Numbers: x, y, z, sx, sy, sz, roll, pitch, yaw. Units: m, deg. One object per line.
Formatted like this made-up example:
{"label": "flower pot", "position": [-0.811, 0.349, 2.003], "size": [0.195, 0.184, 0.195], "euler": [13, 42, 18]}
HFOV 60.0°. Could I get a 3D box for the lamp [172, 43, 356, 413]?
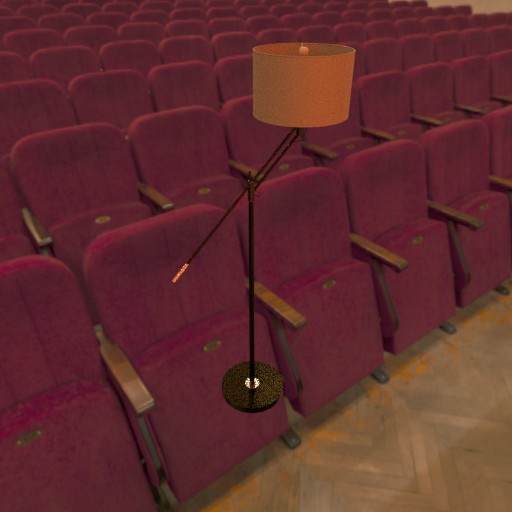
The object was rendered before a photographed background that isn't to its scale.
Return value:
{"label": "lamp", "position": [0.000, 0.000, 1.941], "size": [0.809, 1.635, 0.373], "euler": [-21, 38, -30]}
